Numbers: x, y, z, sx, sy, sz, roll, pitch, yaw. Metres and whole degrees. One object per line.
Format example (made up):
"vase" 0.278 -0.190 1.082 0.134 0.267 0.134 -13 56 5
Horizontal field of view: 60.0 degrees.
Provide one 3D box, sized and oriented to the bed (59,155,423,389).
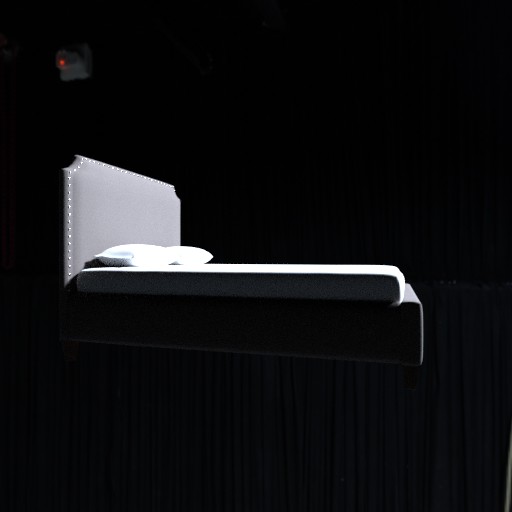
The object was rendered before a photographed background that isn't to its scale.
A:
"bed" 0.000 0.000 3.501 2.372 1.443 1.713 0 0 17
